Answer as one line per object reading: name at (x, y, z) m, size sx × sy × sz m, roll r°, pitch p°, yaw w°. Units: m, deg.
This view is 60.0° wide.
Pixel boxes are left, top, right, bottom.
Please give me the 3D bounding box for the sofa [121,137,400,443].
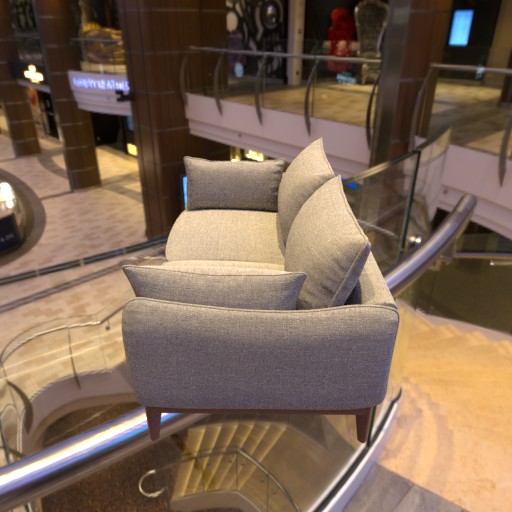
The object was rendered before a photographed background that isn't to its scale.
sofa at (0.000, 0.000, 2.182) m, size 0.972 × 0.851 × 1.580 m, roll 0°, pitch 28°, yaw 1°
